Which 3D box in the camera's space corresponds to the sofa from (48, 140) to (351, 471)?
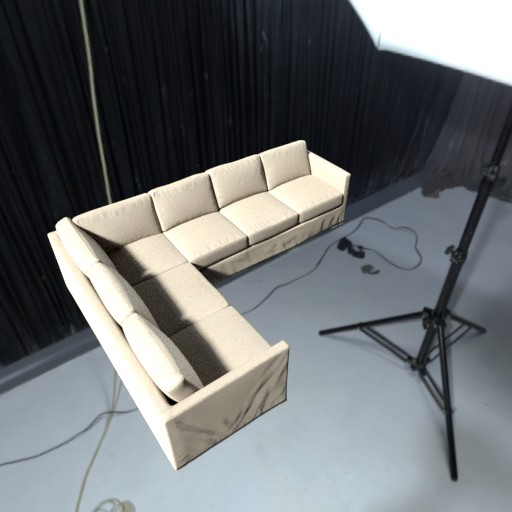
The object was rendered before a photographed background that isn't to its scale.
[{"bbox_3d":[0.000,0.000,4.348,3.182,0.871,2.432,-25,46,-27],"label":"sofa"}]
